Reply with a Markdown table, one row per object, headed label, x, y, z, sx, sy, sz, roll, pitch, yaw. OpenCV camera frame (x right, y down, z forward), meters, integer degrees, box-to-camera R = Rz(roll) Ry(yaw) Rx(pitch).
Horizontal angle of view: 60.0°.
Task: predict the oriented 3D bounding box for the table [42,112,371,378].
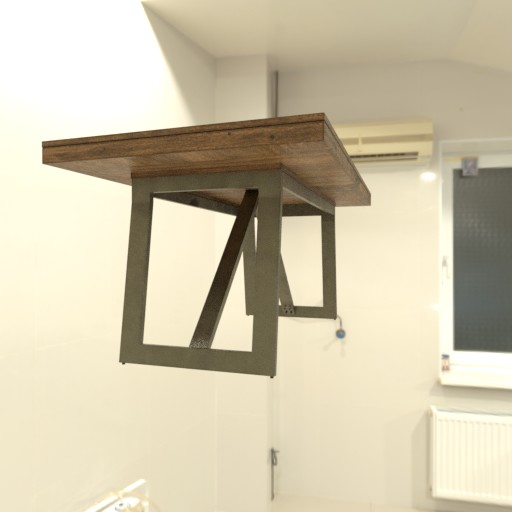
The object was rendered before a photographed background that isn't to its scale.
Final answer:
| label | x | y | z | sx | sy | sz | roll | pitch | yaw |
| --- | --- | --- | --- | --- | --- | --- | --- | --- | --- |
| table | 0.000 | 0.000 | 2.086 | 0.931 | 0.757 | 1.641 | 0 | 0 | 19 |
